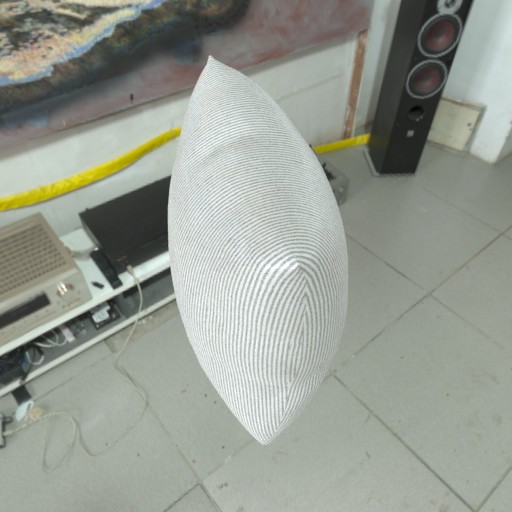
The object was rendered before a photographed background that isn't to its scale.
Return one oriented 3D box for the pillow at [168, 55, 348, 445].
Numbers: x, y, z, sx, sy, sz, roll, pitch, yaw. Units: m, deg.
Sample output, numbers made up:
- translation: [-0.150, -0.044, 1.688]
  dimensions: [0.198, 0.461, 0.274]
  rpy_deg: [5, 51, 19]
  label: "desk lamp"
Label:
- translation: [0.000, 0.000, 0.669]
  dimensions: [0.310, 0.432, 0.387]
  rpy_deg: [16, 48, 15]
  label: "pillow"
